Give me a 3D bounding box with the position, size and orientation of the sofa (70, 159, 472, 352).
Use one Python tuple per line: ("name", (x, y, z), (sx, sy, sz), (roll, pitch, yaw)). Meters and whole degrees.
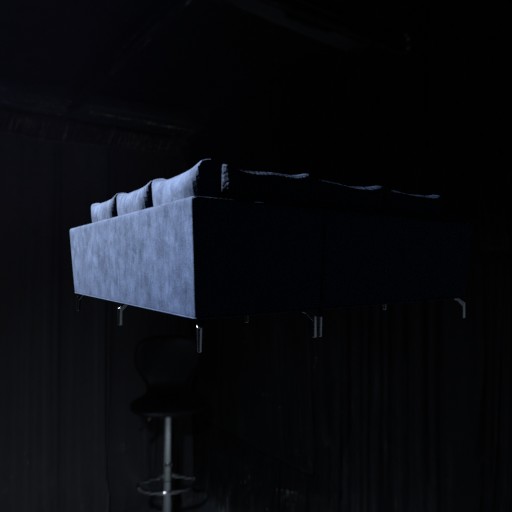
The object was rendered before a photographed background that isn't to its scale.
("sofa", (0.000, 0.000, 3.791), (2.472, 0.988, 2.463), (1, -1, -35))
